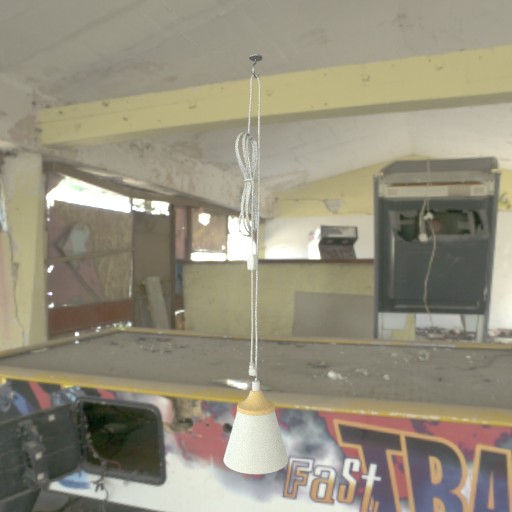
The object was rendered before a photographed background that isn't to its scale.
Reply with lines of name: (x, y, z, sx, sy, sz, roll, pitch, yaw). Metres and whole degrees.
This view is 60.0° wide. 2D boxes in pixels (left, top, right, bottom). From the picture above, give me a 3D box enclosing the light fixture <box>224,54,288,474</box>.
light fixture: (0.000, 0.000, 1.065, 0.153, 0.966, 0.153, 1, -2, -35)
